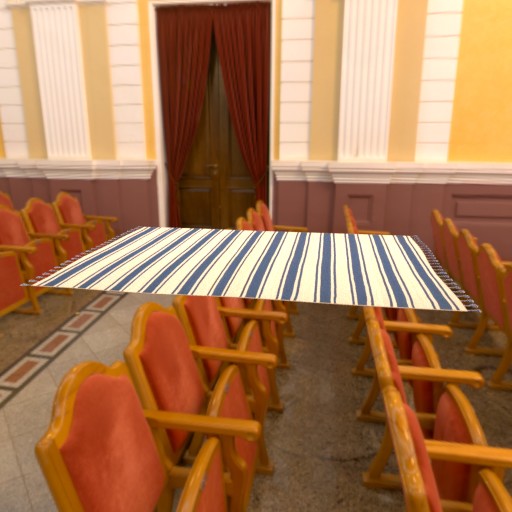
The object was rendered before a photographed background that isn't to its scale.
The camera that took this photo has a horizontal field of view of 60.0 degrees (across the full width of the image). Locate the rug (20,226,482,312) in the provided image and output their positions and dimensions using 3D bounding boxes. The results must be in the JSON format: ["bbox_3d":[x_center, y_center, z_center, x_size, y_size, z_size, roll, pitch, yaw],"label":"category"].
[{"bbox_3d":[0.000,0.000,2.888,2.315,0.010,1.544,2,16,9],"label":"rug"}]
